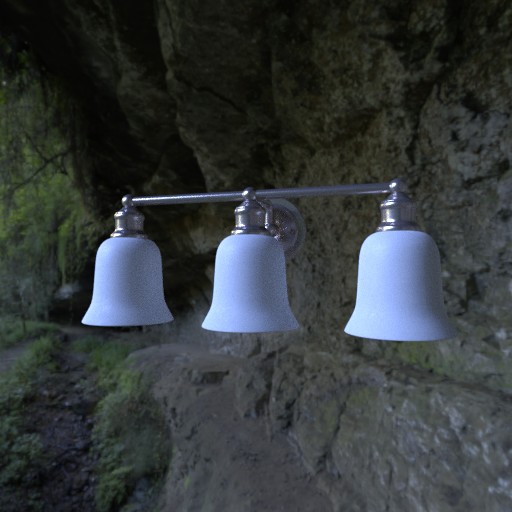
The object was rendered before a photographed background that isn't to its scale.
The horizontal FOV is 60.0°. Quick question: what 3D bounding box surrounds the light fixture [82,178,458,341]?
[{"bbox_3d":[0.000,0.000,0.693,0.570,0.211,0.198,0,-1,18],"label":"light fixture"}]
